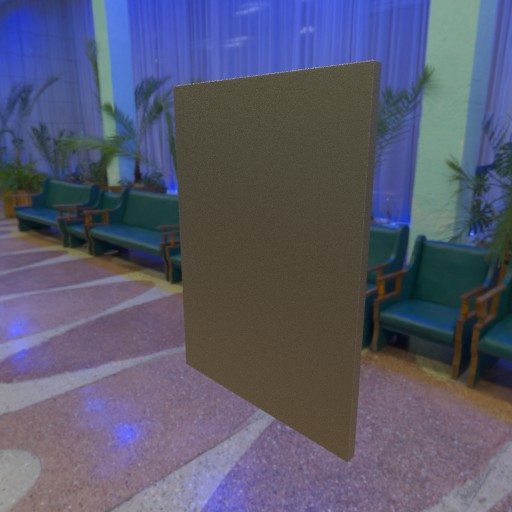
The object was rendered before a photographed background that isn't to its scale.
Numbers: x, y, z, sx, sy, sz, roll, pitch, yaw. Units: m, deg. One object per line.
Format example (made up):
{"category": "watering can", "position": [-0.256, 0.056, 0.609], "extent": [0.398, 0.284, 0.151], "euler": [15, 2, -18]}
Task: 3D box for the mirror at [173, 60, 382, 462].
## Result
{"category": "mirror", "position": [0.000, 0.000, 1.354], "extent": [0.032, 1.023, 0.756], "euler": [-14, 21, -42]}
